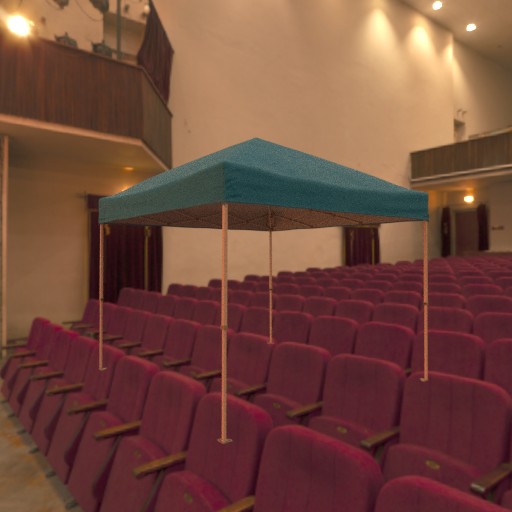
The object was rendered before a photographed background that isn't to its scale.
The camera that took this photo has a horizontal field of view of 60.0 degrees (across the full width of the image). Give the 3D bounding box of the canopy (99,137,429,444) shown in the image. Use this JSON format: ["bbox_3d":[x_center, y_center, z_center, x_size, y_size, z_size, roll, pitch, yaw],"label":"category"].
[{"bbox_3d":[0.000,0.000,5.604,2.996,2.997,2.998,0,0,-38],"label":"canopy"}]
